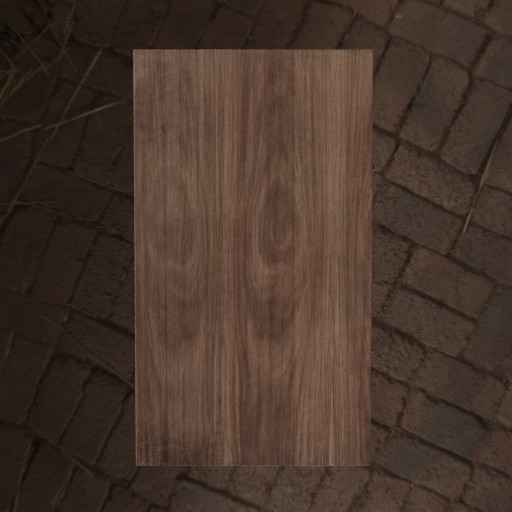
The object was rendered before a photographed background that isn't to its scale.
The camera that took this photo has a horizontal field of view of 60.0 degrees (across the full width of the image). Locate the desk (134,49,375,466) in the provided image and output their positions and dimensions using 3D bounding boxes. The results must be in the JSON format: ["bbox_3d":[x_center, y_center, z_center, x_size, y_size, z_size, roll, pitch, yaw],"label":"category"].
[{"bbox_3d":[0.000,0.000,1.390,0.588,0.758,0.949,0,91,0],"label":"desk"}]
